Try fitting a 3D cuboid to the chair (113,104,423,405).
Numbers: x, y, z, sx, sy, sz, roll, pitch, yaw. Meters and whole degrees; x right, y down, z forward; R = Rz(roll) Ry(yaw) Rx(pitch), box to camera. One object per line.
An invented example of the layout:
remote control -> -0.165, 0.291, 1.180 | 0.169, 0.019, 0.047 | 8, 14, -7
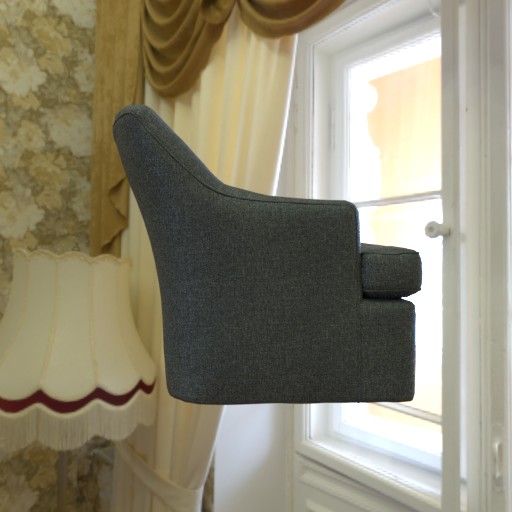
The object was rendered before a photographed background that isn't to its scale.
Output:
chair -> 0.000, 0.000, 1.570 | 0.923, 0.856, 0.864 | 0, -1, 0
